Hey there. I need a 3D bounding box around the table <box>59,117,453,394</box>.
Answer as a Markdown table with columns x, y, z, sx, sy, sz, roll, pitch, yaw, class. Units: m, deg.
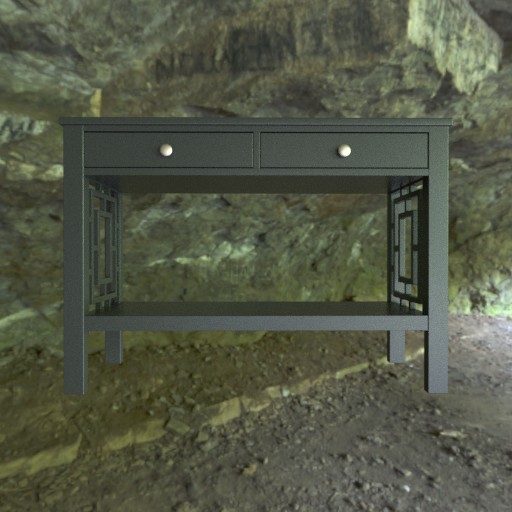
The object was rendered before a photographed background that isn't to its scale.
| x | y | z | sx | sy | sz | roll | pitch | yaw | class |
| --- | --- | --- | --- | --- | --- | --- | --- | --- | --- |
| 0.000 | 0.000 | 1.389 | 1.068 | 0.753 | 0.397 | 0 | 0 | -1 | table |
